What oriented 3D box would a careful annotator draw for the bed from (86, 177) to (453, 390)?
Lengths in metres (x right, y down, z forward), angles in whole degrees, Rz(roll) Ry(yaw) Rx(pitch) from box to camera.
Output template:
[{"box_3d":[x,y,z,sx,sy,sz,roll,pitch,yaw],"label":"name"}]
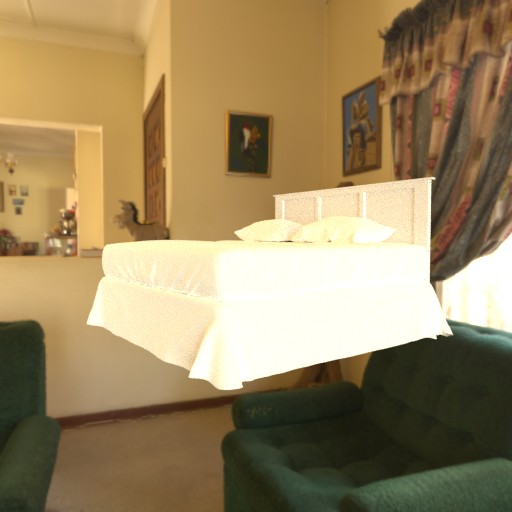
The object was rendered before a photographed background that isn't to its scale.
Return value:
[{"box_3d":[0.000,0.000,3.721,2.215,1.273,2.317,-2,3,-37],"label":"bed"}]
